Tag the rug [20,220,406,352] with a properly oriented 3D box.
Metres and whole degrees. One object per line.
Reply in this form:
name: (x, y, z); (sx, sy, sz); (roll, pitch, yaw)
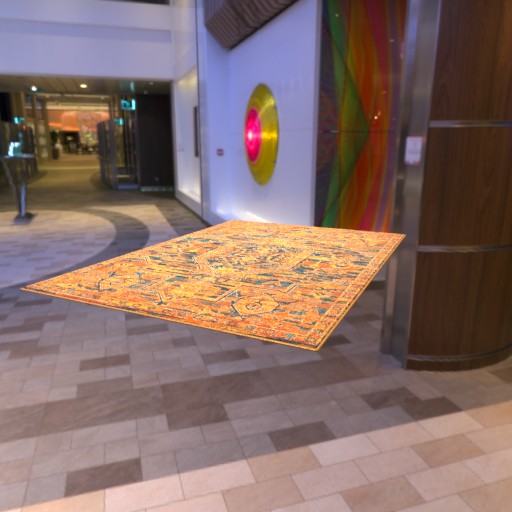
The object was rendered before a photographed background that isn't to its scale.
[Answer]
rug: (0.000, 0.000, 3.752); (2.043, 0.019, 2.916); (7, 16, 25)
